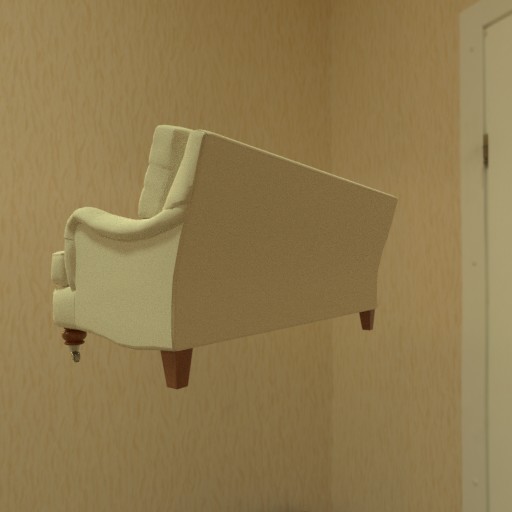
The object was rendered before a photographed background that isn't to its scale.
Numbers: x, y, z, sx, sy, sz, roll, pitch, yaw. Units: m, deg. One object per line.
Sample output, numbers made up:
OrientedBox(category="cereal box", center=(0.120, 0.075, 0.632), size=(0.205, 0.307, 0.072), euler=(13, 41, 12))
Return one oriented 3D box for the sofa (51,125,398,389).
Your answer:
OrientedBox(category="sofa", center=(0.000, 0.000, 2.764), size=(1.086, 1.087, 2.159), euler=(-1, -1, 37))
